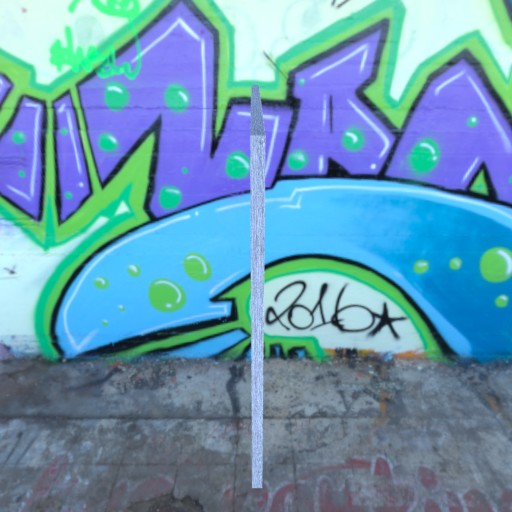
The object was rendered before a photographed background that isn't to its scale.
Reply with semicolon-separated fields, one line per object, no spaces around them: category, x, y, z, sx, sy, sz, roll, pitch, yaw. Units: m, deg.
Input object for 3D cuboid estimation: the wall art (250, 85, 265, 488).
wall art;0.000;0.000;1.031;0.020;0.685;0.685;0;26;0
